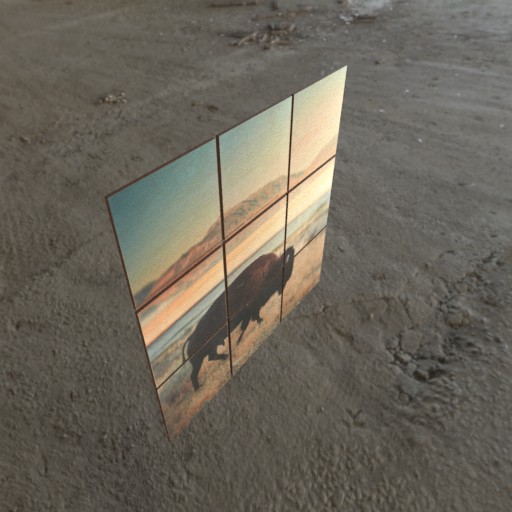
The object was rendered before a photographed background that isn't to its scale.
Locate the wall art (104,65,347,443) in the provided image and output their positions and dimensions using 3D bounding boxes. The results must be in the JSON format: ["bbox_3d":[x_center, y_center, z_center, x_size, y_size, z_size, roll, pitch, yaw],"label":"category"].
[{"bbox_3d":[0.000,0.000,1.836,0.019,1.218,1.221,26,47,27],"label":"wall art"}]
